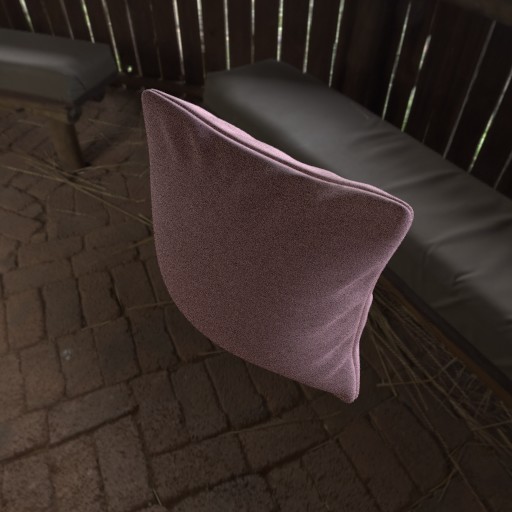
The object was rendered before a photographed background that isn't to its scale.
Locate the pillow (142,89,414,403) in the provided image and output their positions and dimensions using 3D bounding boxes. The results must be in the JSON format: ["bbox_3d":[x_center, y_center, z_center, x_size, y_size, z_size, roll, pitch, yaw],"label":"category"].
[{"bbox_3d":[0.000,0.000,0.690,0.432,0.415,0.246,32,53,27],"label":"pillow"}]
